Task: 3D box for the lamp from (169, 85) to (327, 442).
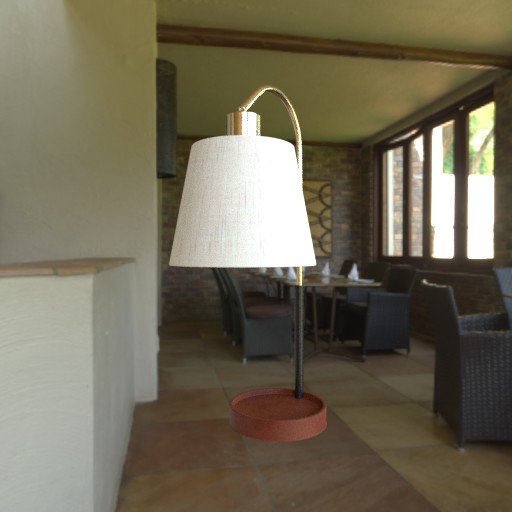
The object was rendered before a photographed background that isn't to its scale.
[{"bbox_3d":[0.000,0.000,0.668,0.211,0.536,0.273,0,1,37],"label":"lamp"}]
